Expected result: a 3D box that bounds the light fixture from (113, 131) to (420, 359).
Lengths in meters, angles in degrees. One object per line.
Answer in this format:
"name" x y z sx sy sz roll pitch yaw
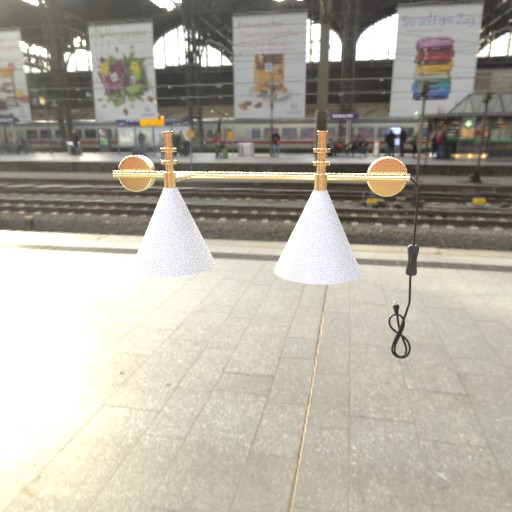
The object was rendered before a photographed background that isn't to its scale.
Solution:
"light fixture" 0.000 0.000 0.866 0.642 0.468 0.239 2 15 9
